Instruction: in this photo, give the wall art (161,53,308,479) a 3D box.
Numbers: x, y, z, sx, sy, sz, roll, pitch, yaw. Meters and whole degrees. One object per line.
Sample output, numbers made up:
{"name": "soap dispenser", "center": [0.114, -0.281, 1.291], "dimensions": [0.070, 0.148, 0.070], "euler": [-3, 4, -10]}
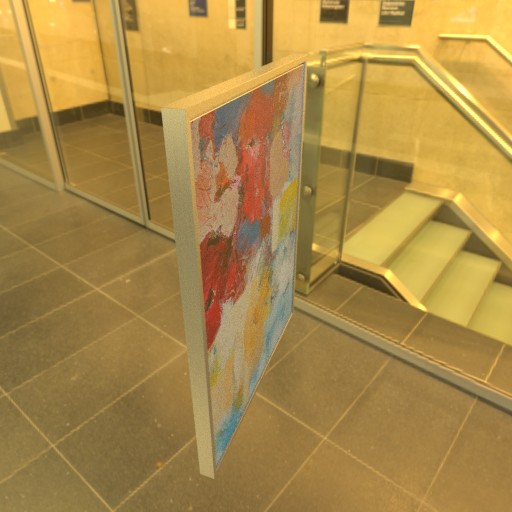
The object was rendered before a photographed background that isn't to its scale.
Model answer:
{"name": "wall art", "center": [0.000, 0.000, 0.738], "dimensions": [0.025, 0.569, 0.444], "euler": [11, 33, 17]}
